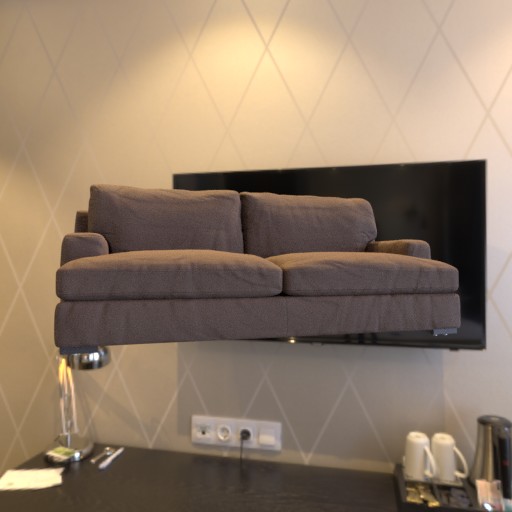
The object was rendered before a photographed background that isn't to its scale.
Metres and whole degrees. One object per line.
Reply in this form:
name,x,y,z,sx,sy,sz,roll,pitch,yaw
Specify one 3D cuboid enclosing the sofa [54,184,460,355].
sofa,0.000,0.000,2.845,2.274,0.950,1.140,0,-2,-17
